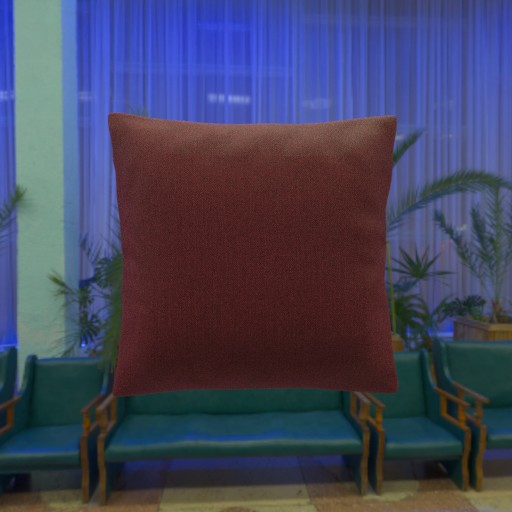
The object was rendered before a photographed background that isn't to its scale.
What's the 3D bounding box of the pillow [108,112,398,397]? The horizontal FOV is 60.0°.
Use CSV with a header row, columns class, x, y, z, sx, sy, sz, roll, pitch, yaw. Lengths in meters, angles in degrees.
class,x,y,z,sx,sy,sz,roll,pitch,yaw
pillow,0.000,0.000,0.785,0.513,0.497,0.166,0,1,-2
